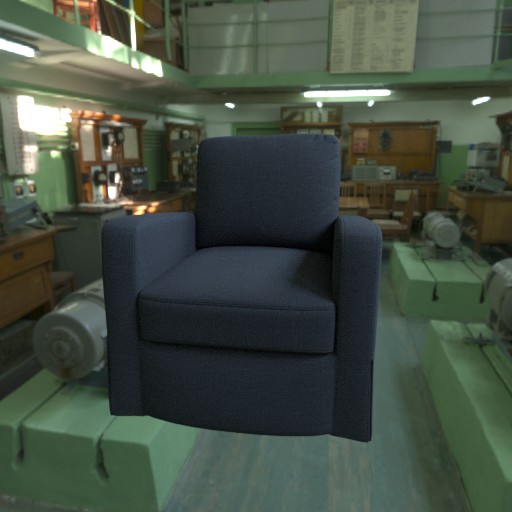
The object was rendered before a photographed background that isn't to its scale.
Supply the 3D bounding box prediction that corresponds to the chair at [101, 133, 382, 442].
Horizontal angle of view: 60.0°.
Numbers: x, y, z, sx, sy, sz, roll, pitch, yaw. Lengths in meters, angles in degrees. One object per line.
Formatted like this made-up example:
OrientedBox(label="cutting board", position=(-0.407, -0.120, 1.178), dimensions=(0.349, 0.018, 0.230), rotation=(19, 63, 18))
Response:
OrientedBox(label="chair", position=(0.000, 0.000, 1.582), dimensions=(0.798, 0.855, 0.863), rotation=(2, 14, 9))
